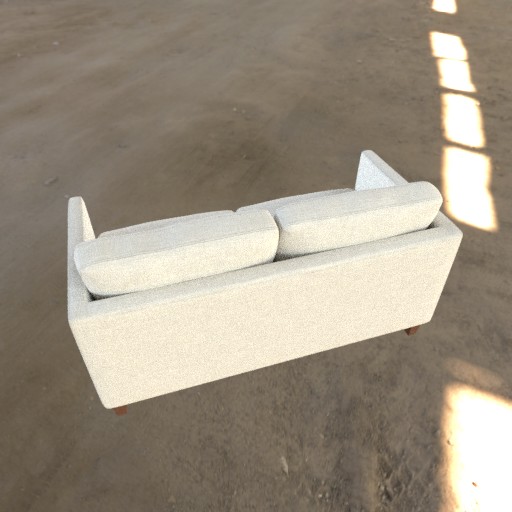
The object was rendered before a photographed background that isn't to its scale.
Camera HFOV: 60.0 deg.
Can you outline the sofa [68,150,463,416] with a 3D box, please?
[{"bbox_3d":[0.000,0.000,2.435,1.838,0.963,0.950,-12,42,-13],"label":"sofa"}]
